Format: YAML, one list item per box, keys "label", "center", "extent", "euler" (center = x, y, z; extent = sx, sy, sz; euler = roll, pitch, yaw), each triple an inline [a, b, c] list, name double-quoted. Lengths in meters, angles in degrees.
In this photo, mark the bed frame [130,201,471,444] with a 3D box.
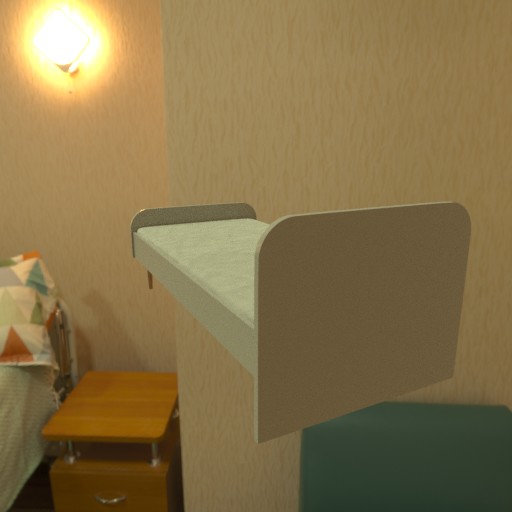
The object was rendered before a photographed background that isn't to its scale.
- label: "bed frame"
  center: [0.000, 0.000, 2.529]
  extent: [0.998, 0.805, 1.963]
  euler: [-7, 16, -26]
